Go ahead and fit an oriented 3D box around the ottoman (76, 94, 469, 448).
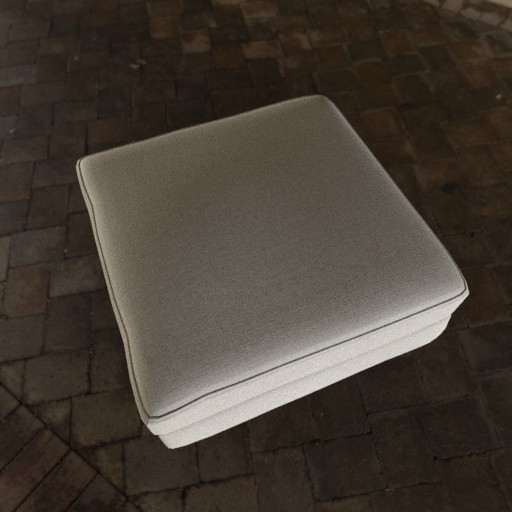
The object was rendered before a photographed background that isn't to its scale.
[{"bbox_3d":[0.000,0.000,1.339,0.838,0.478,0.838,-19,60,-12],"label":"ottoman"}]
